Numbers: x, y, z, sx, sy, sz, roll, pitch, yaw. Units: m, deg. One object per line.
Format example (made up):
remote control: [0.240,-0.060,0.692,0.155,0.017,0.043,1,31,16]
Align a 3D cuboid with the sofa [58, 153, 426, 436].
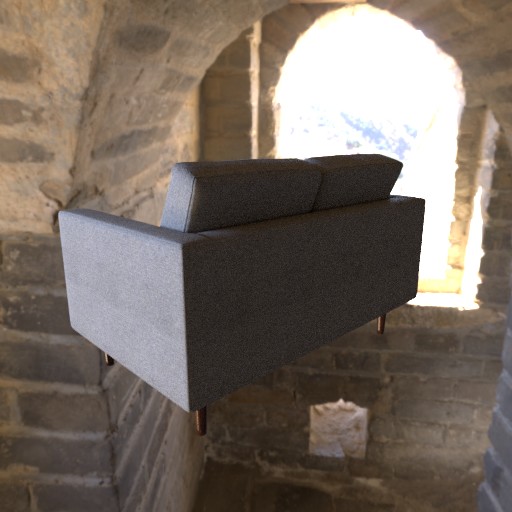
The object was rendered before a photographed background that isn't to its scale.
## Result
sofa: [0.000,0.000,2.174,1.527,0.973,0.969,-14,20,-42]
